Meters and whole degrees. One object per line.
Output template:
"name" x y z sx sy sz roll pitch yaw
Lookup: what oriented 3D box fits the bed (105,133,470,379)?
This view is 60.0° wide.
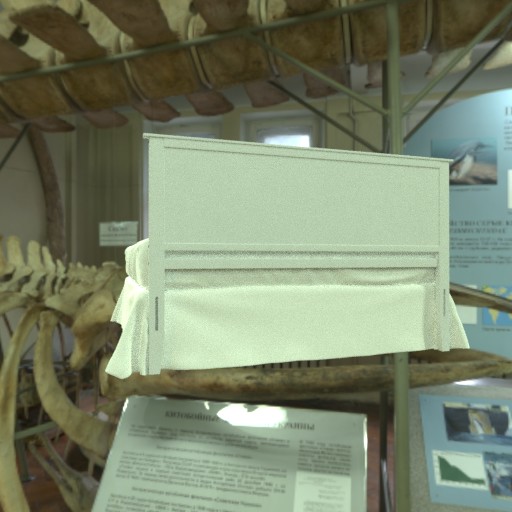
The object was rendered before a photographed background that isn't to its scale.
"bed" 0.000 0.000 3.635 2.317 1.273 2.215 0 0 -18
